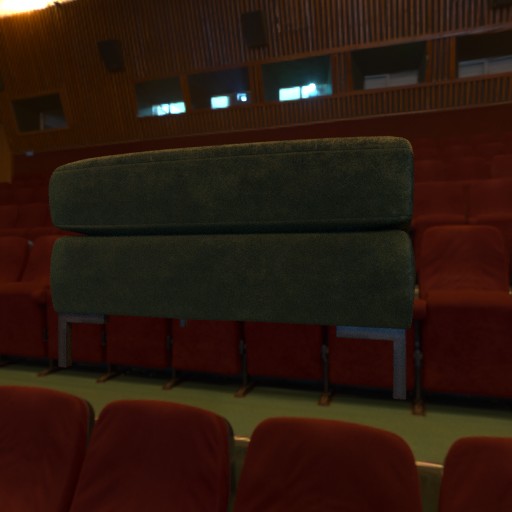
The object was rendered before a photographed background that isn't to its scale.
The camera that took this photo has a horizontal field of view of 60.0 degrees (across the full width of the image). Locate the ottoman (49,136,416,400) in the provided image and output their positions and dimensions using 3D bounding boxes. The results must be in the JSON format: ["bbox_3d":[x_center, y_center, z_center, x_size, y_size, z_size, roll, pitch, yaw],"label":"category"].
[{"bbox_3d":[0.000,0.000,1.264,0.839,0.538,0.701,0,0,18],"label":"ottoman"}]
